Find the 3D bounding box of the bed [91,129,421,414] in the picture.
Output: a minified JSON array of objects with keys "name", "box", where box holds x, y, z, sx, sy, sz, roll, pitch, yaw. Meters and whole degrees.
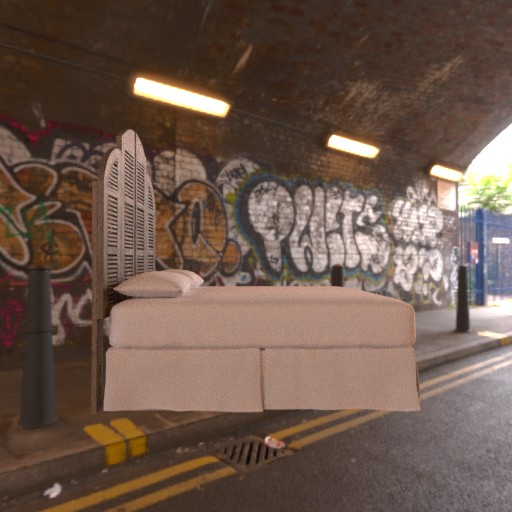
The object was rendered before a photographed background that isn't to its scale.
[{"name":"bed","box":[0.000,0.000,3.642,2.138,2.019,1.713,0,-1,-1]}]
